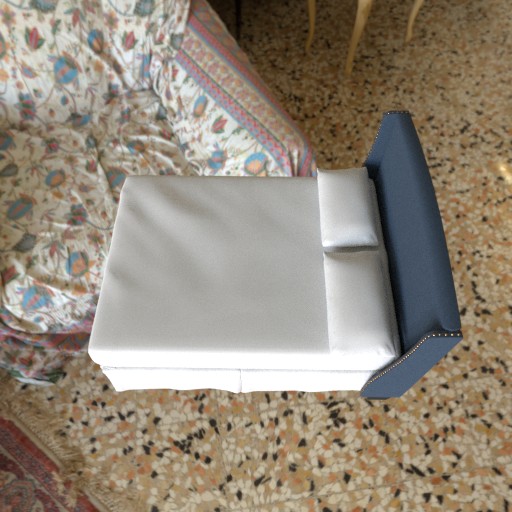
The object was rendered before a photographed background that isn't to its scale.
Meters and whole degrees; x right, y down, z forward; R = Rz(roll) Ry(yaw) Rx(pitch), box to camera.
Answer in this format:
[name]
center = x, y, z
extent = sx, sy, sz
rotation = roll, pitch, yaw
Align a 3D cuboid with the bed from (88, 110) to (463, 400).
[bed]
center = 0.000, 0.000, 3.255
extent = 2.237, 1.407, 1.710
rotation = 1, 59, 0
